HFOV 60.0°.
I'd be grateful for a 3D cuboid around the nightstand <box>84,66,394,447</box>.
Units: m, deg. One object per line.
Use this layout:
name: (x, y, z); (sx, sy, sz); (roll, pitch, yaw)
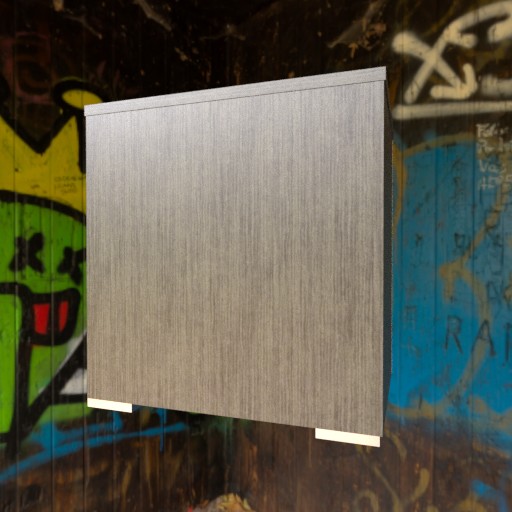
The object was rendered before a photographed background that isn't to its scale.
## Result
nightstand: (0.000, 0.000, 0.760); (0.441, 0.460, 0.325); (0, 1, 19)
